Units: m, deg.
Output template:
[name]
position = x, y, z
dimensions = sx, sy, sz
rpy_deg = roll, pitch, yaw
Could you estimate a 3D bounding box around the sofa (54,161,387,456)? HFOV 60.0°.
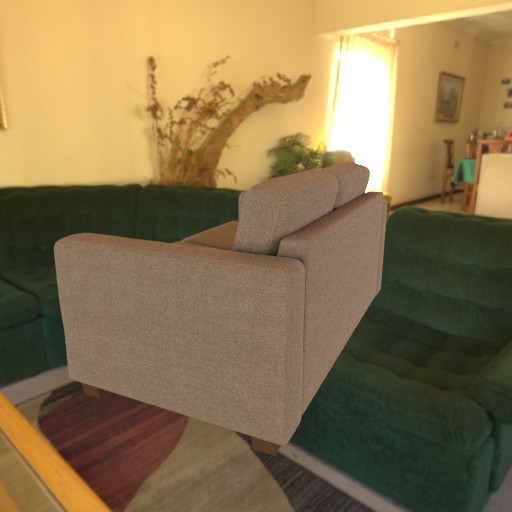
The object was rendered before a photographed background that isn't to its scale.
[sofa]
position = 0.000, 0.000, 2.014
dimensions = 0.900, 0.800, 1.520
rpy_deg = 7, 17, 24
